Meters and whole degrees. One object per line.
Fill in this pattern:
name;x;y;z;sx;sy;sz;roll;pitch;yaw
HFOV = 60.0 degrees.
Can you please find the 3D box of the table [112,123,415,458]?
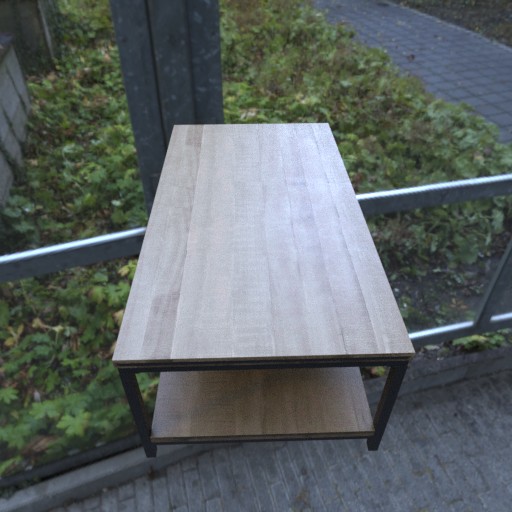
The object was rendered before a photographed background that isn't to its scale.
table;0.000;0.000;1.370;0.574;0.393;1.062;-1;40;-1
